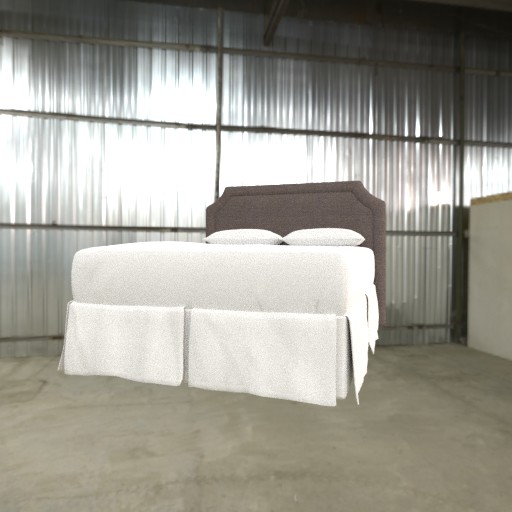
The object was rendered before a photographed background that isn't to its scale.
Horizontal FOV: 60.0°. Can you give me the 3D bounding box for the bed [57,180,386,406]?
[{"bbox_3d":[0.000,0.000,3.131,1.693,1.290,2.116,0,1,18],"label":"bed"}]
